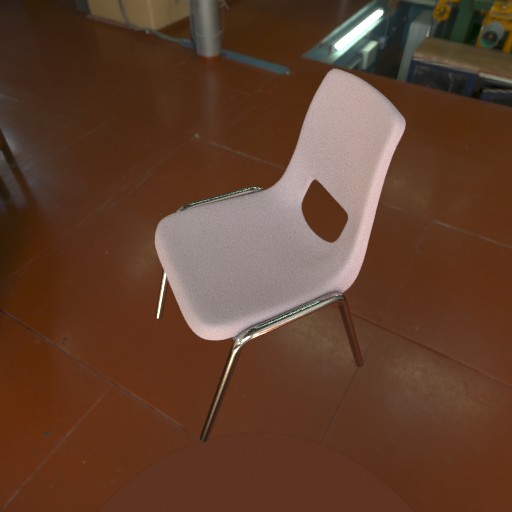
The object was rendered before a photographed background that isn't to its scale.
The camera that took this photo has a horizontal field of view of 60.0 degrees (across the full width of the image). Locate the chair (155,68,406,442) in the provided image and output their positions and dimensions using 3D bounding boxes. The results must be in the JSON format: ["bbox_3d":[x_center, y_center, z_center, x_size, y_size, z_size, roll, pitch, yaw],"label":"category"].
[{"bbox_3d":[0.000,0.000,0.919,0.436,0.653,0.381,-18,49,-17],"label":"chair"}]
